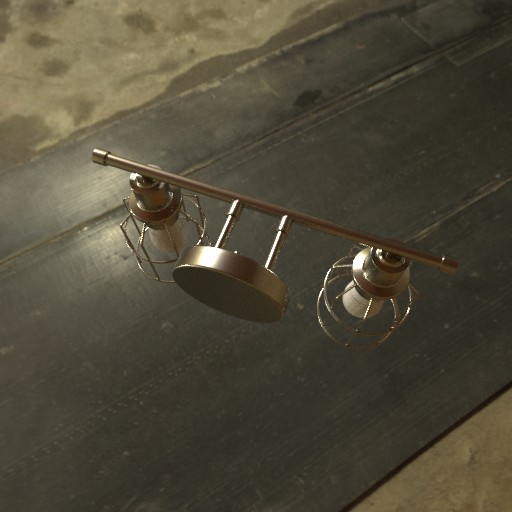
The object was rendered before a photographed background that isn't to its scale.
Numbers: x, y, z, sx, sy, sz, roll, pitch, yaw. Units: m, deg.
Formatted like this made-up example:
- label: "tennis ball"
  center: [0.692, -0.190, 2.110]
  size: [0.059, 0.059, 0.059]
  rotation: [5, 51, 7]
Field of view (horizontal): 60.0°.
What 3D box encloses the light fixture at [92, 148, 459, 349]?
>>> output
- label: "light fixture"
  center: [0.000, 0.000, 0.525]
  size: [0.406, 0.254, 0.165]
  rotation: [18, 66, 9]
